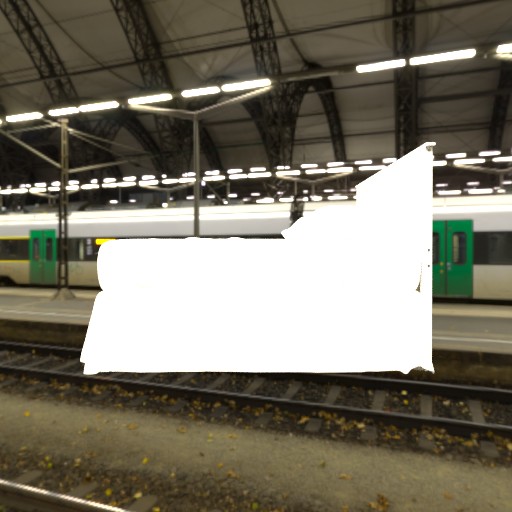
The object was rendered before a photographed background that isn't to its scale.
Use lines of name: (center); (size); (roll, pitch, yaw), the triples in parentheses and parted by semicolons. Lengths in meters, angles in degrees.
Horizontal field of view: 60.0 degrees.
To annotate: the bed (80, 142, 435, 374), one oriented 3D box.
bed: (0.000, 0.000, 3.262); (2.047, 1.269, 1.876); (0, 1, -1)
